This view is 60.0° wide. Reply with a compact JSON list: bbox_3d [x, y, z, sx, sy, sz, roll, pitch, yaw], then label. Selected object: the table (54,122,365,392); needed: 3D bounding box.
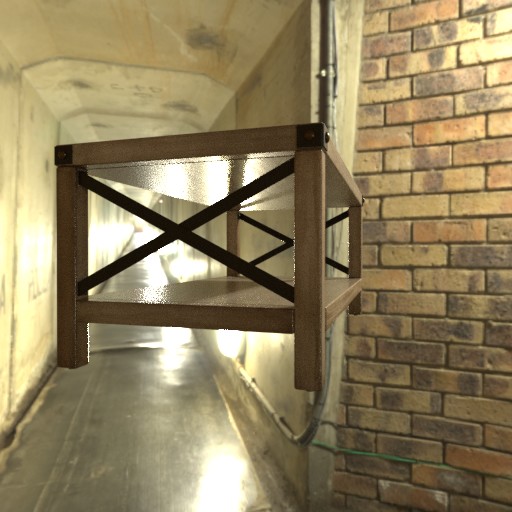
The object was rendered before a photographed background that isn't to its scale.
[{"bbox_3d":[0.000,0.000,1.294,0.559,0.456,1.016,0,0,17],"label":"table"}]
